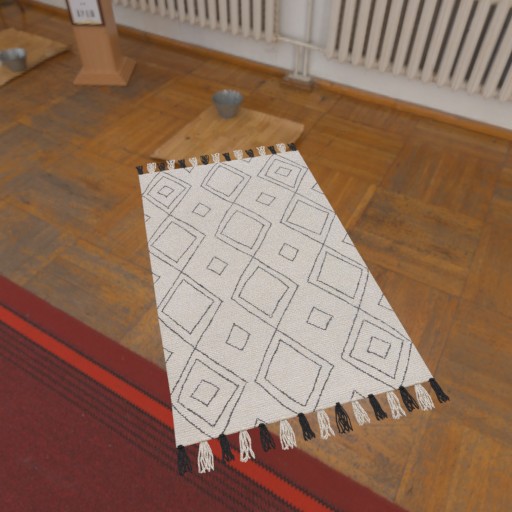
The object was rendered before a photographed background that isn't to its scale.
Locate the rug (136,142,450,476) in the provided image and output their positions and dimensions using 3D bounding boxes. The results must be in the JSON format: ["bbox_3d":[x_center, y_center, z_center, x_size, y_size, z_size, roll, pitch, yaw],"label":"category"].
[{"bbox_3d":[0.000,0.000,3.242,1.524,0.021,2.755,-11,48,-10],"label":"rug"}]
